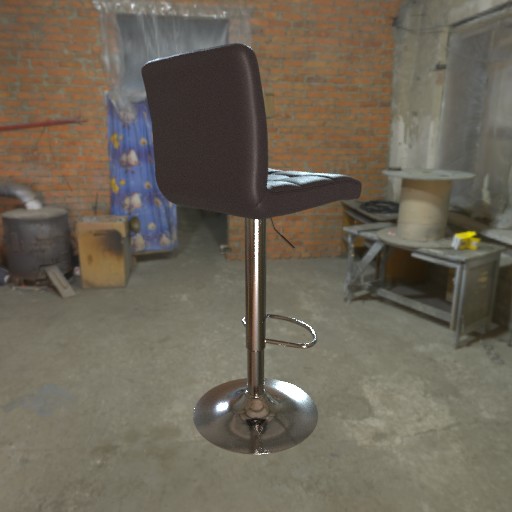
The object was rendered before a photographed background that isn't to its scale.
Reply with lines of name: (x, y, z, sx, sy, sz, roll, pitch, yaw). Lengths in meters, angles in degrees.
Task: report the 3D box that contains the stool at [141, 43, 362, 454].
stool: (0.000, 0.000, 1.374, 0.505, 1.115, 0.430, -15, 21, -43)
